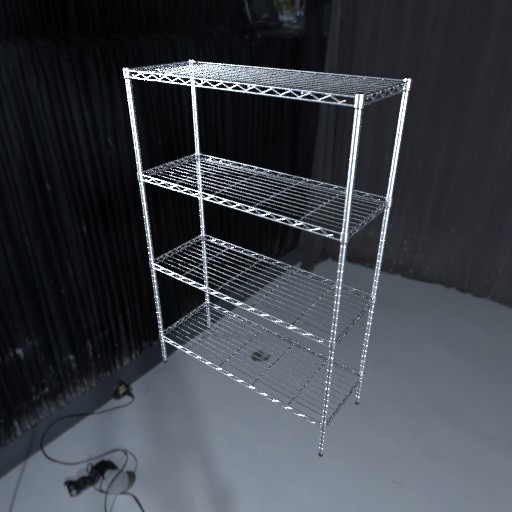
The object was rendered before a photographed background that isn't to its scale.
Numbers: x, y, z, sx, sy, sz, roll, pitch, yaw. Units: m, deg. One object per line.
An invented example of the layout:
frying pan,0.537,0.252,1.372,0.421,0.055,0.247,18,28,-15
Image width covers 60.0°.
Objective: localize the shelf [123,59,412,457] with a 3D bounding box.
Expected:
shelf,0.000,0.000,1.764,0.907,1.360,0.352,20,35,31
